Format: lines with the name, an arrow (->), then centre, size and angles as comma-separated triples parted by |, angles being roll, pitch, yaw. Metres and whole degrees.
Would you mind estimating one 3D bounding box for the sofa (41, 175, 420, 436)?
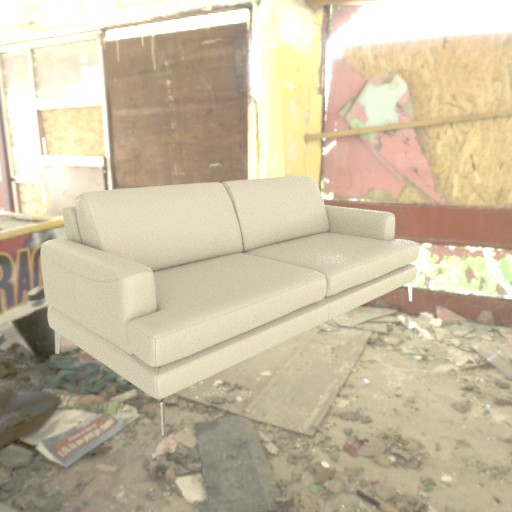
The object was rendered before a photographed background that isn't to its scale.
sofa -> 0.000, 0.000, 2.384 | 0.974, 0.765, 1.940 | 13, 19, 43
